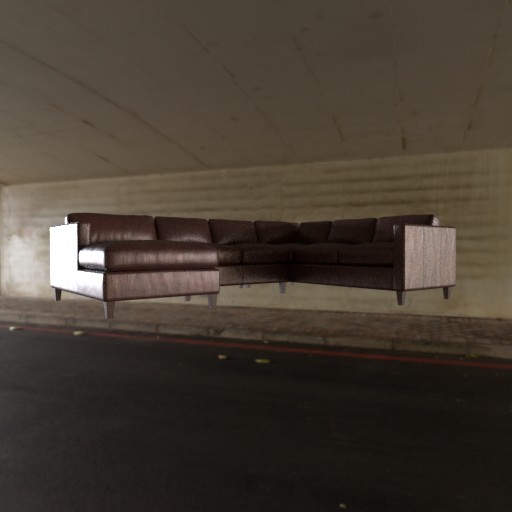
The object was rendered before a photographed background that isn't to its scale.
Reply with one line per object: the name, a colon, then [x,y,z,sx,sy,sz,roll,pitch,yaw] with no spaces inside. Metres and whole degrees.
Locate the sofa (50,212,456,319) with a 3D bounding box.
sofa: [0.000,0.000,4.491,3.324,0.891,2.452,-1,1,-38]
